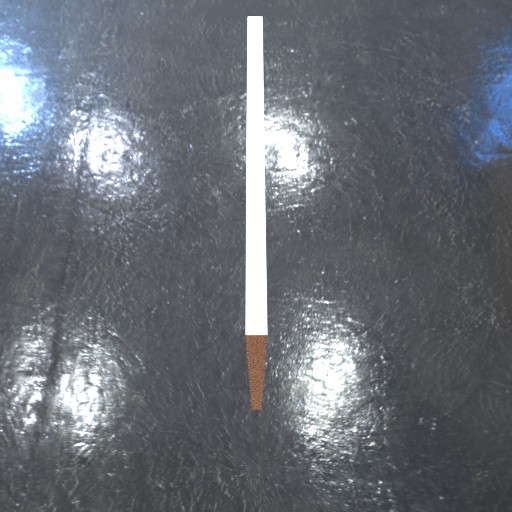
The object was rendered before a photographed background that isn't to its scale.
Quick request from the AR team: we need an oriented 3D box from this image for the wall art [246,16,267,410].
[{"bbox_3d":[0.000,0.000,1.385,0.039,1.050,0.795,0,64,0],"label":"wall art"}]
